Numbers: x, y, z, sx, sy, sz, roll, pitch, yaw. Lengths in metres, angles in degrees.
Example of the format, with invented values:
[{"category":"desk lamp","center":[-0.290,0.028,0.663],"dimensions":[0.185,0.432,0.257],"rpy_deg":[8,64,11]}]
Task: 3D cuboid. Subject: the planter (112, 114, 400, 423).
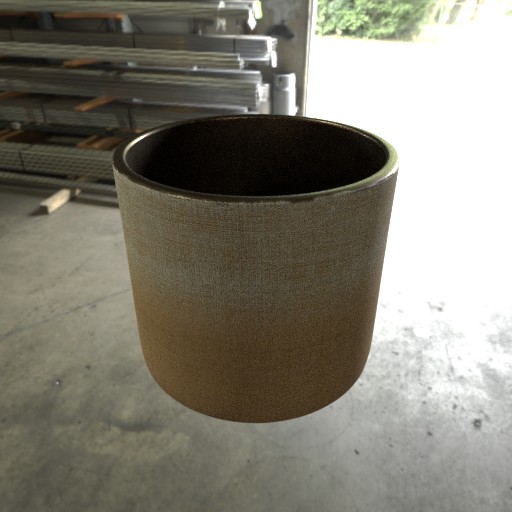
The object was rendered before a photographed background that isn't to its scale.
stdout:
[{"category":"planter","center":[0.000,0.000,0.396],"dimensions":[0.221,0.201,0.221],"rpy_deg":[0,31,0]}]
